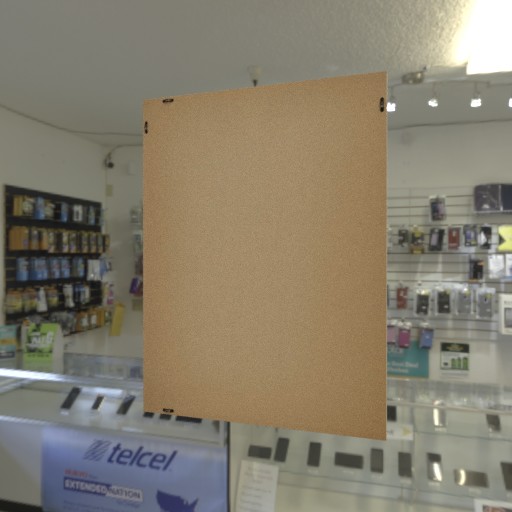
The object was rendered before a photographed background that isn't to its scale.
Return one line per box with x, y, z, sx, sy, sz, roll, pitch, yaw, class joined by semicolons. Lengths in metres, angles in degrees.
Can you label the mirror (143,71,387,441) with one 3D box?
0.000;0.000;1.345;0.762;1.016;0.040;0;0;17;mirror
